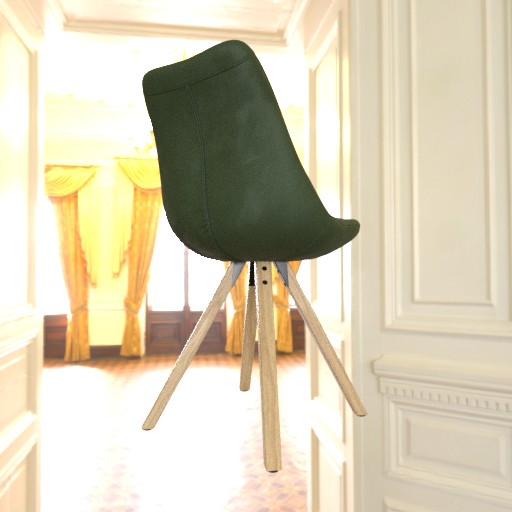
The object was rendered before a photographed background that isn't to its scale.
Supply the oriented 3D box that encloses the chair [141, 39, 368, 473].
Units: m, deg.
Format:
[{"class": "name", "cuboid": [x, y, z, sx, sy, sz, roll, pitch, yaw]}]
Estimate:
[{"class": "chair", "cuboid": [0.000, 0.000, 1.165, 0.483, 0.865, 0.547, -1, -1, 36]}]
